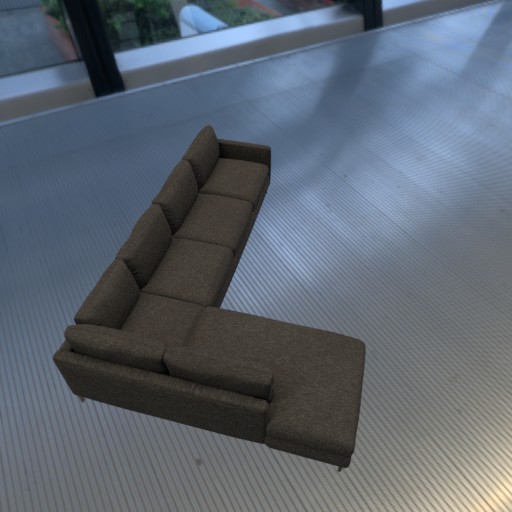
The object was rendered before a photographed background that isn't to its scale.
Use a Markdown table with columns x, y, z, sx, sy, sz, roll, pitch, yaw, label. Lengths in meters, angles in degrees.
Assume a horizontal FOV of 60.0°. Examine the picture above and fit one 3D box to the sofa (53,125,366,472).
| x | y | z | sx | sy | sz | roll | pitch | yaw | label |
| --- | --- | --- | --- | --- | --- | --- | --- | --- | --- |
| 0.000 | 0.000 | 3.827 | 2.007 | 0.815 | 2.949 | 10 | 46 | 10 | sofa |
